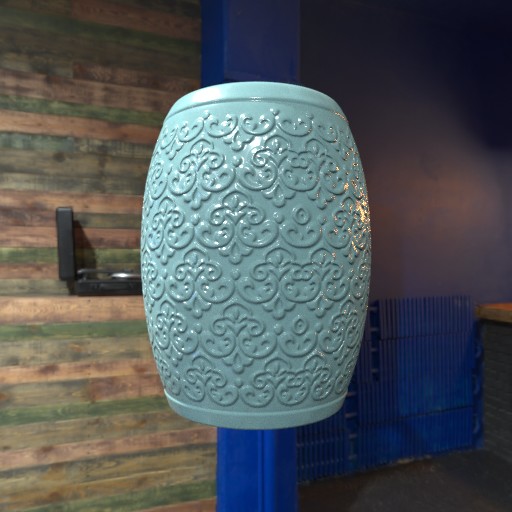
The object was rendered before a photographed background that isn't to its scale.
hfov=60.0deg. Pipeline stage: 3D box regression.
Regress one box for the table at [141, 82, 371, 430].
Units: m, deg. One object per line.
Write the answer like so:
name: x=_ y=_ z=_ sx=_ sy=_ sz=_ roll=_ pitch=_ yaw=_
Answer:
table: x=0.000 y=0.000 z=0.614 sx=0.309 sy=0.397 sz=0.309 roll=0 pitch=-1 yaw=0
